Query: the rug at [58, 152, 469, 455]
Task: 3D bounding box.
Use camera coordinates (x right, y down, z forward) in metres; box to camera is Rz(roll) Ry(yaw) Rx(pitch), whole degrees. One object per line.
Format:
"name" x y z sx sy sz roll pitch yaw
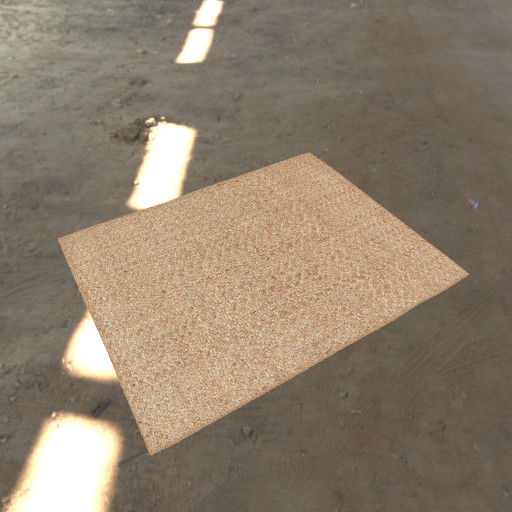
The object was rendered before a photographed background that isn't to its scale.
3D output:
"rug" 0.000 0.000 4.128 3.048 0.013 2.439 -23 49 -22
